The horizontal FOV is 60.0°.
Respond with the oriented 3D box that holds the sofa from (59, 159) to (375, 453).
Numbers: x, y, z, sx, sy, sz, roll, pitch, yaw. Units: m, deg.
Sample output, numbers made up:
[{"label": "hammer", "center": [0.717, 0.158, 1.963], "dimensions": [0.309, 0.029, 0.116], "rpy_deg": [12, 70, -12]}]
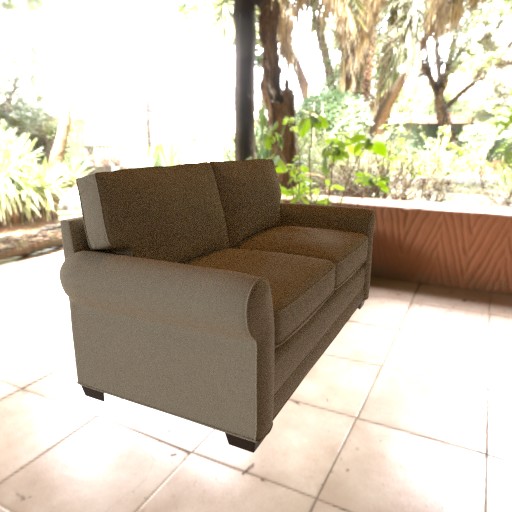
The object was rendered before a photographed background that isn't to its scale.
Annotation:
[{"label": "sofa", "center": [0.000, 0.000, 2.255], "dimensions": [0.861, 0.933, 1.774], "rpy_deg": [7, 16, 25]}]
